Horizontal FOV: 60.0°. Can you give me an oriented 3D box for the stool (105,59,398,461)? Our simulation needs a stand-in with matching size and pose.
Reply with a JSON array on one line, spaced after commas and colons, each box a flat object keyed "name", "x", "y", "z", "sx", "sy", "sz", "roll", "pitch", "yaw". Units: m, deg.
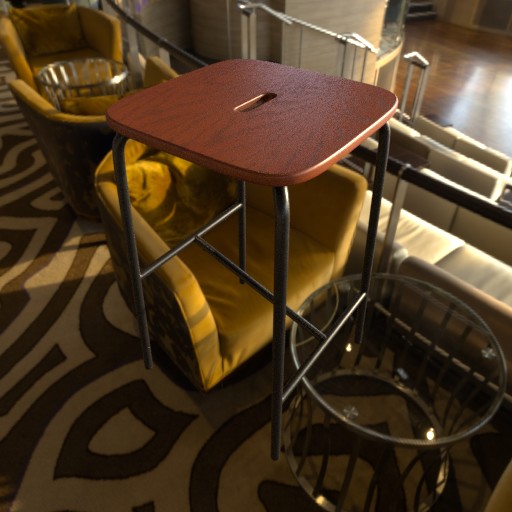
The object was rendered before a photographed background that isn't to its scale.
[{"name": "stool", "x": 0.000, "y": 0.000, "z": 0.869, "sx": 0.376, "sy": 0.610, "sz": 0.376, "roll": 25, "pitch": 46, "yaw": 27}]
